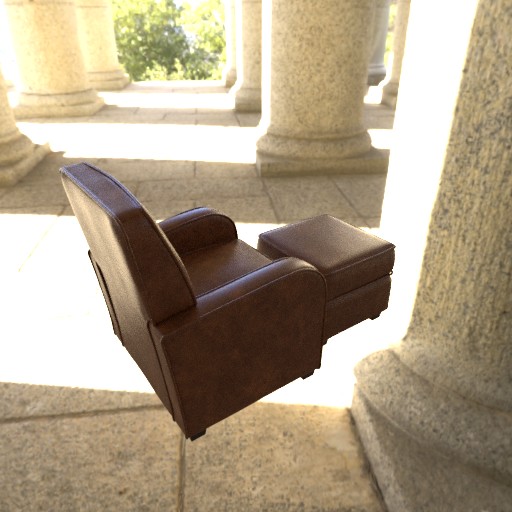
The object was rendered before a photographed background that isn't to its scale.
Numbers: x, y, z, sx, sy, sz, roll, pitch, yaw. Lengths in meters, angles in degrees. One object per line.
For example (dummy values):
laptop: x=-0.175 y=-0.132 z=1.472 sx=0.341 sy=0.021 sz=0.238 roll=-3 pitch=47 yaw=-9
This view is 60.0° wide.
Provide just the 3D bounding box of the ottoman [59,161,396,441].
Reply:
ottoman: x=0.000 y=0.000 z=1.896 sx=1.314 sy=0.904 sz=0.732 roll=-19 pitch=33 yaw=-31
